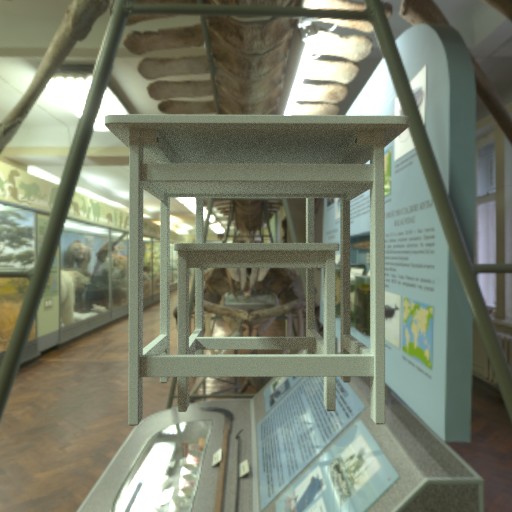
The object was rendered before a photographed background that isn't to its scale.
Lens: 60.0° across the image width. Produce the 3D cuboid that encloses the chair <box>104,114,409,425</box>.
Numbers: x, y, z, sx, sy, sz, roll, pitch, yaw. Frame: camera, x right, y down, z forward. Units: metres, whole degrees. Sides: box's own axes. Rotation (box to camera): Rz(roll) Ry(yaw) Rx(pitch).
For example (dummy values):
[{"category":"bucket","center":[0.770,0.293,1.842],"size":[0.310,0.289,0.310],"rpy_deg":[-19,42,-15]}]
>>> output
[{"category":"chair","center":[0.000,0.000,1.080],"size":[0.599,0.673,0.461],"rpy_deg":[0,-1,-1]}]
